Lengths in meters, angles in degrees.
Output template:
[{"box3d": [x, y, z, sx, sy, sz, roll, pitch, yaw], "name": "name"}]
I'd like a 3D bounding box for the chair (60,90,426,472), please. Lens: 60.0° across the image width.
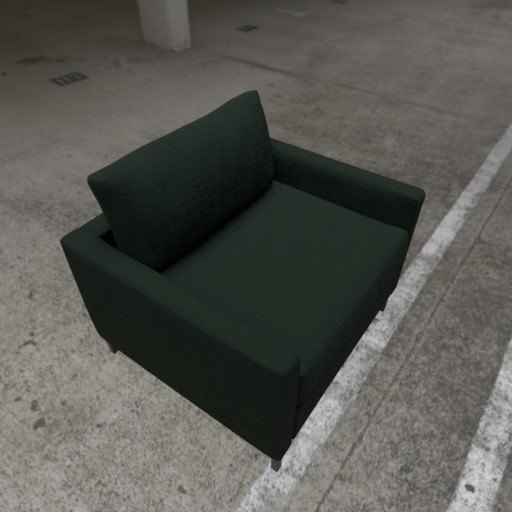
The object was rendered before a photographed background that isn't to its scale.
[{"box3d": [0.000, 0.000, 1.603, 0.866, 0.861, 0.963, 26, 49, 25], "name": "chair"}]
